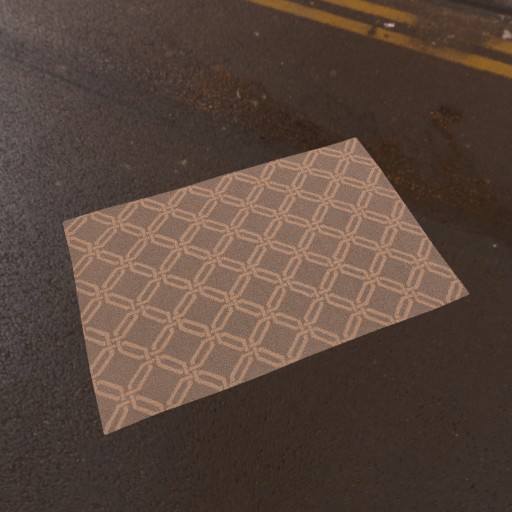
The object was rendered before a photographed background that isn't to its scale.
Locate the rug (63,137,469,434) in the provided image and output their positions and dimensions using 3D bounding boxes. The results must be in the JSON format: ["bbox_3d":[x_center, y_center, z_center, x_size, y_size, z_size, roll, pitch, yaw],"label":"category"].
[{"bbox_3d":[0.000,0.000,2.220,1.754,0.010,1.148,-18,60,-11],"label":"rug"}]
